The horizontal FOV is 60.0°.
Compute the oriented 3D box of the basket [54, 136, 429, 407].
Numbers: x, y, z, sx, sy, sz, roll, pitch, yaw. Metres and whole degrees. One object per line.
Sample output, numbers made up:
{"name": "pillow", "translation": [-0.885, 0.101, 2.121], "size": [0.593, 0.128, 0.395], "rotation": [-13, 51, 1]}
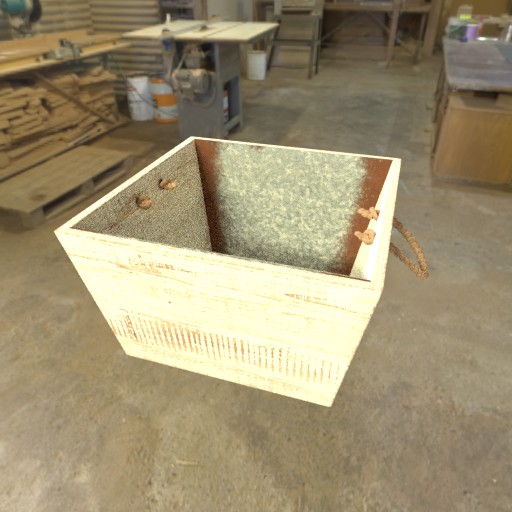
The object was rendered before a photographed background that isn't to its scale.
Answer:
{"name": "basket", "translation": [0.000, 0.000, 0.748], "size": [0.545, 0.247, 0.413], "rotation": [10, 34, 15]}
